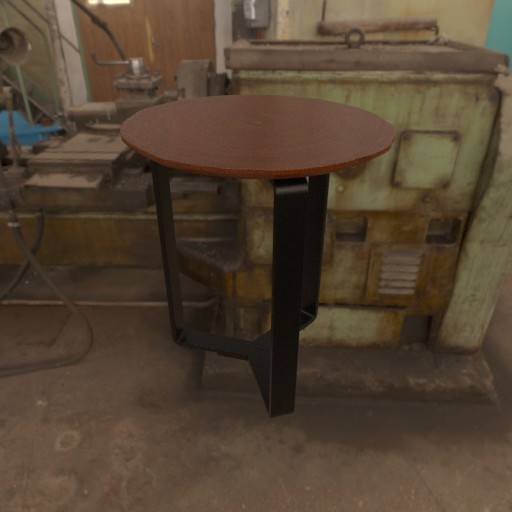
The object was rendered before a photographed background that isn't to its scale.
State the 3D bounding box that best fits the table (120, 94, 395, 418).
[{"bbox_3d":[0.000,0.000,0.754,0.380,0.450,0.410,-8,31,-13],"label":"table"}]
